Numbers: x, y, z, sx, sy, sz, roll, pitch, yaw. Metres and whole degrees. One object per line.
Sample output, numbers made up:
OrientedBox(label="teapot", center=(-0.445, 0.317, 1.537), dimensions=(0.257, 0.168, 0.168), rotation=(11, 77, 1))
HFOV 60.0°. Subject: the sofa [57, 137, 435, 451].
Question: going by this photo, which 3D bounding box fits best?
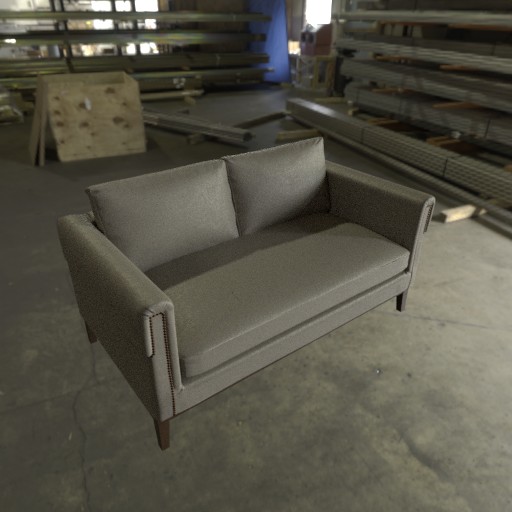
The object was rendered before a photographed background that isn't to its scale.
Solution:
OrientedBox(label="sofa", center=(0.000, 0.000, 2.197), dimensions=(1.598, 0.873, 0.899), rotation=(-20, 35, -32))
